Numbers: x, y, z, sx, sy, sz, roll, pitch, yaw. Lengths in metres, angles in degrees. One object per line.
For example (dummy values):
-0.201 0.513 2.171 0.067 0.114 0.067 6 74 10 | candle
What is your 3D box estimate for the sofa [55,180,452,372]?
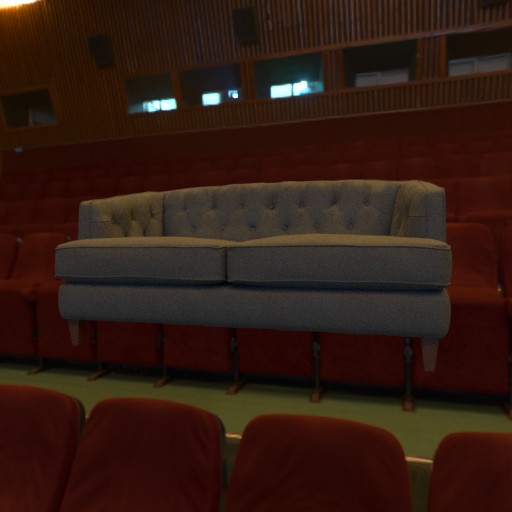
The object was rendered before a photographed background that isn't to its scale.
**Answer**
0.000 0.000 2.239 1.733 0.855 0.941 0 1 17 | sofa
